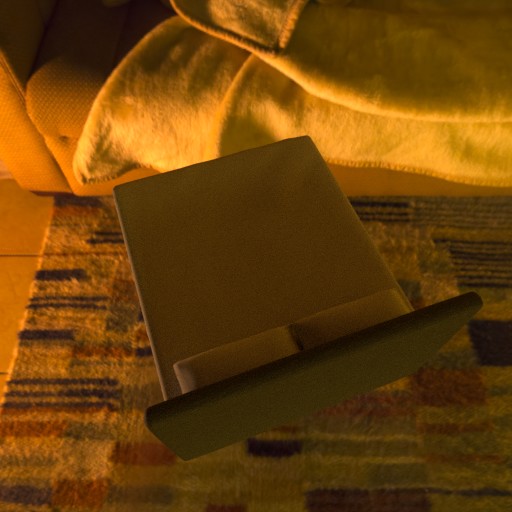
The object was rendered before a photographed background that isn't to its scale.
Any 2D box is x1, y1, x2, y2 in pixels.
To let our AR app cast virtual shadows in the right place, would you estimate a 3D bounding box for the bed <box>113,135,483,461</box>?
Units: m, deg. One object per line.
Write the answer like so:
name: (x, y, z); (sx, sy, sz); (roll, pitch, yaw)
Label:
bed: (0.000, 0.000, 3.214); (1.884, 1.330, 2.142); (-17, 60, -10)
